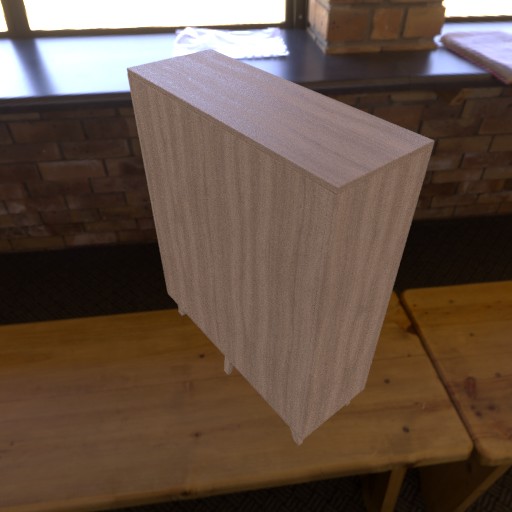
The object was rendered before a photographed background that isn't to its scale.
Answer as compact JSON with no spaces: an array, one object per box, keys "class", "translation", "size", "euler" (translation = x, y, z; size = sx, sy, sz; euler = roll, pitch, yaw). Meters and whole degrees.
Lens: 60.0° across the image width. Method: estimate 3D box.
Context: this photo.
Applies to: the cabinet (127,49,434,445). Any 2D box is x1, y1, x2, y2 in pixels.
[{"class":"cabinet","translation":[0.000,0.000,1.934],"size":[0.398,1.388,1.111],"euler":[-28,48,-28]}]
